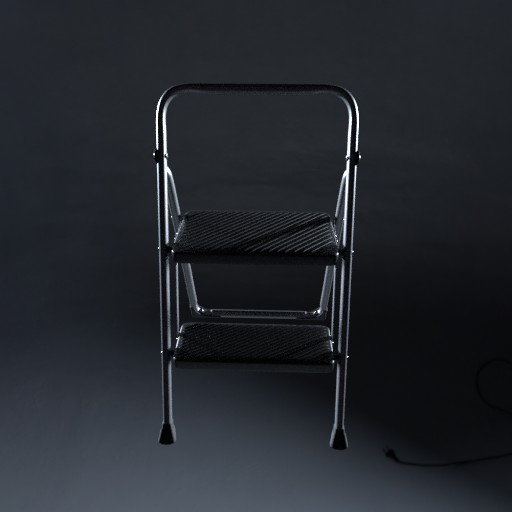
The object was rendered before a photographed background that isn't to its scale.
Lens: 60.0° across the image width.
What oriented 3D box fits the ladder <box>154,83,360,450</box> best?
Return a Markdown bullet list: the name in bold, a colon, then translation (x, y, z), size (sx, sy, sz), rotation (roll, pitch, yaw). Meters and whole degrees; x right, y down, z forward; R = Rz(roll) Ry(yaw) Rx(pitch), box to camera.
- **ladder**: translation (0.000, 0.000, 1.009), size (0.430, 0.720, 0.472), rotation (1, 31, 2)
